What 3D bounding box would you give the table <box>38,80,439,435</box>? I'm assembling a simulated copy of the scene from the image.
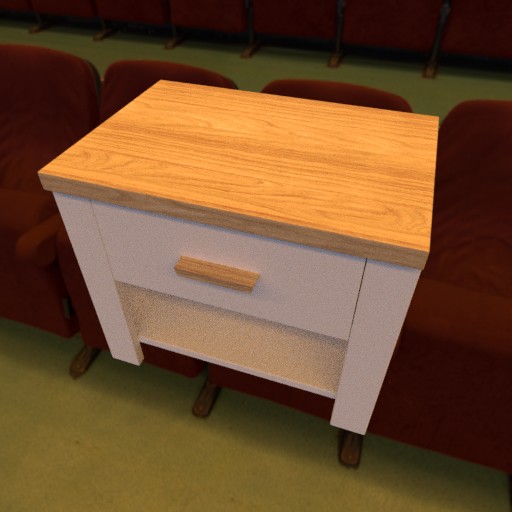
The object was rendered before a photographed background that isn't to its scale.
[{"bbox_3d":[0.000,0.000,0.791,0.500,0.440,0.360,13,43,14],"label":"table"}]
